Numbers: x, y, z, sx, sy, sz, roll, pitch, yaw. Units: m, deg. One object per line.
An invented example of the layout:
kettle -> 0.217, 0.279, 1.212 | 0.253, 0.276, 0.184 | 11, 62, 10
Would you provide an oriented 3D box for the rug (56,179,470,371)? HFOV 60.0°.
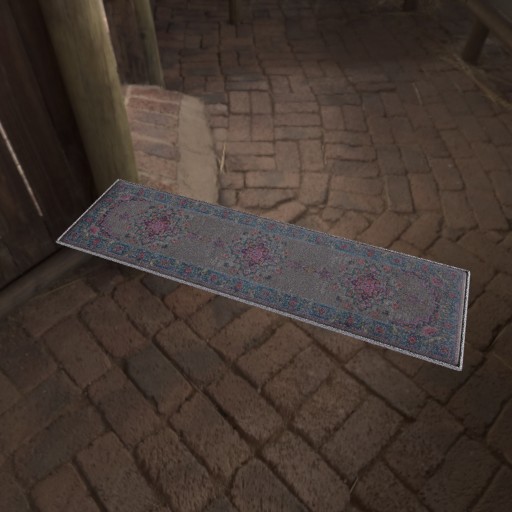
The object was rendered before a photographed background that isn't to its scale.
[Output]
rug -> 0.000, 0.000, 2.539 | 2.297, 0.019, 0.659 | 16, 49, 15
